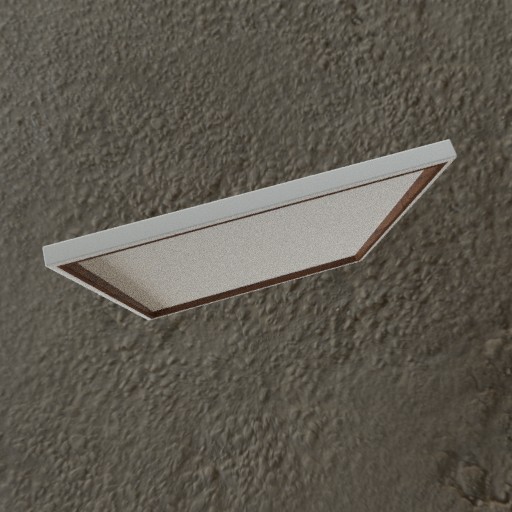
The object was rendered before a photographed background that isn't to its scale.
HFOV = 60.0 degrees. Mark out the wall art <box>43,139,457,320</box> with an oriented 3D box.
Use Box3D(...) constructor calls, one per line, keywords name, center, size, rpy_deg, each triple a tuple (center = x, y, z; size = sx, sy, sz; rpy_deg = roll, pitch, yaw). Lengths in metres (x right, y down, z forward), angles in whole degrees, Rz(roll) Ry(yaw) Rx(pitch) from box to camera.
Box3D(name="wall art", center=(0.000, 0.000, 1.151), size=(0.757, 0.757, 0.037), rpy_deg=(-15, 75, -4))
